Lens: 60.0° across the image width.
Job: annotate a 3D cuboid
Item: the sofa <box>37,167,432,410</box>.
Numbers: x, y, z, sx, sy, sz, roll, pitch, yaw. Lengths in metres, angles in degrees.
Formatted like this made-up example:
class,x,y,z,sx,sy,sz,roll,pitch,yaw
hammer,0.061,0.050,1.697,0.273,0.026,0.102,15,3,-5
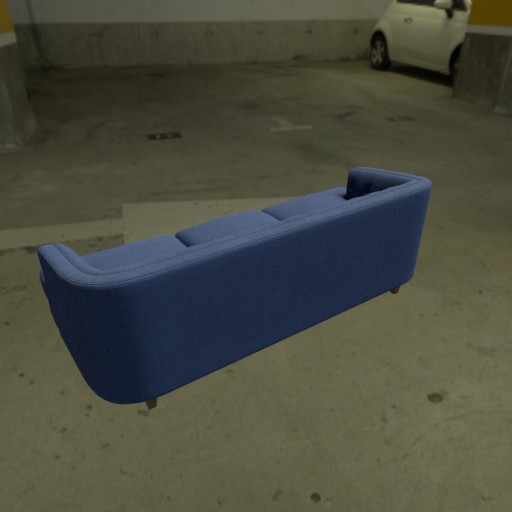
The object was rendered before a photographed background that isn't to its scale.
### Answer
class,x,y,z,sx,sy,sz,roll,pitch,yaw
sofa,0.000,0.000,2.629,2.235,0.787,0.914,-18,34,-29
